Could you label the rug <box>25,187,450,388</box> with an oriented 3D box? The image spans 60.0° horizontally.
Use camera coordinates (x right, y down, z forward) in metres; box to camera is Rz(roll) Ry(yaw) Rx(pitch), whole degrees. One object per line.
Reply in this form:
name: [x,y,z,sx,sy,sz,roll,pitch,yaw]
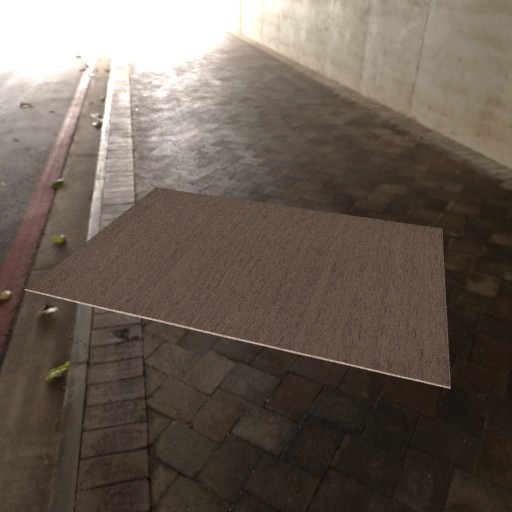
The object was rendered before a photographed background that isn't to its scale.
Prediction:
rug: [0.000,0.000,2.292,1.840,0.013,1.225,10,34,15]
